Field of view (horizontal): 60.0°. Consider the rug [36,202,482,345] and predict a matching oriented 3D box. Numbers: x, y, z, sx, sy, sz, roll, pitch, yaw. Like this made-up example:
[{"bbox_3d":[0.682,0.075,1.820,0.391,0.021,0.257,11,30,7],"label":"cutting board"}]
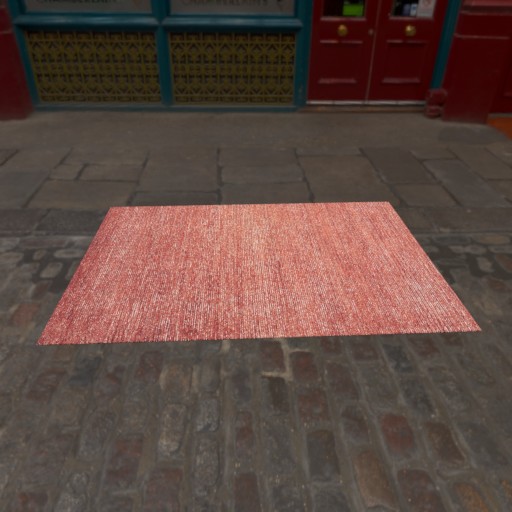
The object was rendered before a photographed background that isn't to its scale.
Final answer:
[{"bbox_3d":[0.000,0.000,5.120,3.965,0.025,2.803,-1,31,-2],"label":"rug"}]
